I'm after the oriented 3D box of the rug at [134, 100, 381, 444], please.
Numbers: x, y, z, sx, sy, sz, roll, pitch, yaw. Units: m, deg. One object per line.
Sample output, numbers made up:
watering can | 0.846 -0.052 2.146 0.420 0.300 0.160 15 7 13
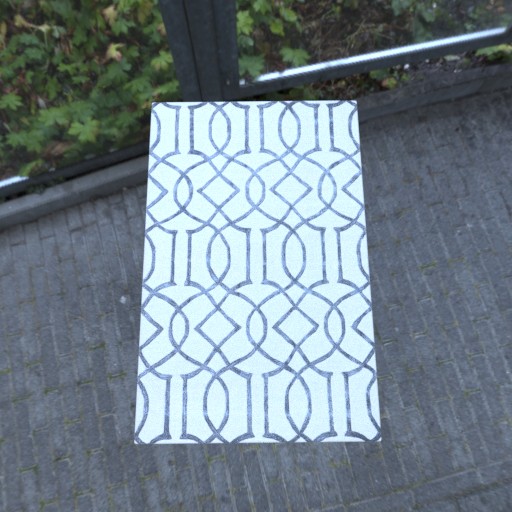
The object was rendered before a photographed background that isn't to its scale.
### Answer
rug | 0.000 0.000 3.009 1.521 0.017 2.365 -1 76 0
